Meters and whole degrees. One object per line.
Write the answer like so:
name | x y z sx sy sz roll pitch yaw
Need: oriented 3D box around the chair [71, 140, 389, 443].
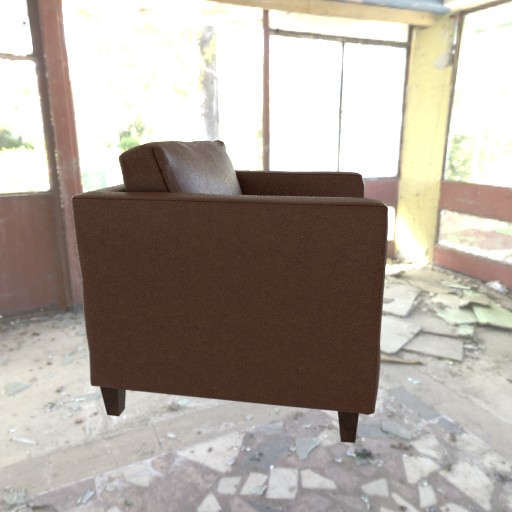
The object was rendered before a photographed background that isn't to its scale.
chair | 0.000 0.000 1.809 0.959 0.917 1.107 3 16 10
